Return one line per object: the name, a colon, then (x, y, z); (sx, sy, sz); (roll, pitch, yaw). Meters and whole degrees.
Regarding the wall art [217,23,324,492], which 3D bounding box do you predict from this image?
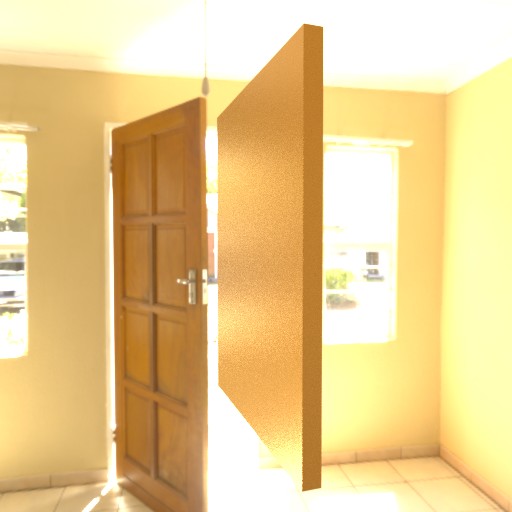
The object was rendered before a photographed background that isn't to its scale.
wall art: (0.000, 0.000, 1.061); (0.038, 0.812, 0.610); (-1, 2, -19)
